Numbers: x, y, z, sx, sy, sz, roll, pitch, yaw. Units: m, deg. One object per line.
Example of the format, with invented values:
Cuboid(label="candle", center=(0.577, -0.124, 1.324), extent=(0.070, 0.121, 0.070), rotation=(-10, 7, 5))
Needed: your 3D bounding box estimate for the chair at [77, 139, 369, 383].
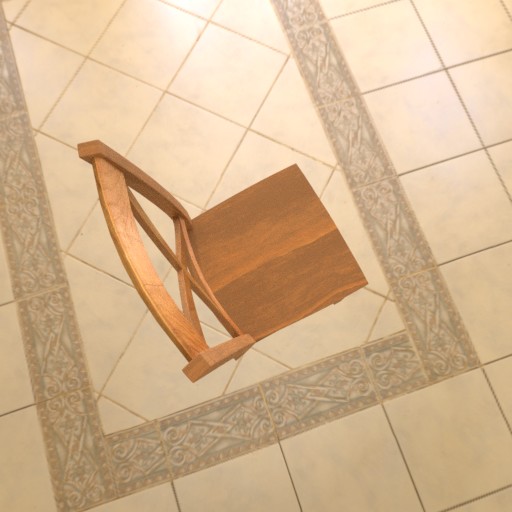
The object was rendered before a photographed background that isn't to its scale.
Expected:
Cuboid(label="chair", center=(0.000, 0.000, 1.278), extent=(0.542, 0.983, 0.485), rotation=(-28, 78, -6))
